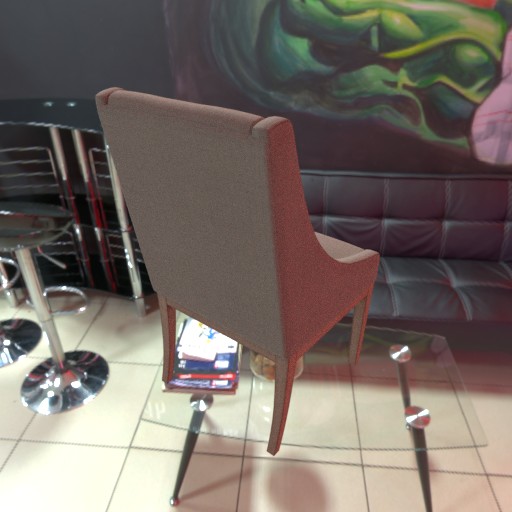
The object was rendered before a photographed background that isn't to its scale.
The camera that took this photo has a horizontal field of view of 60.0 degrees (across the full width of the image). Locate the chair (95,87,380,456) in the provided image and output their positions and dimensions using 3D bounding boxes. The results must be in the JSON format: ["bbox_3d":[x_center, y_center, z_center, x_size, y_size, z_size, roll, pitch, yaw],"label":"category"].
[{"bbox_3d":[0.000,0.000,1.387,0.575,1.021,0.611,22,37,32],"label":"chair"}]
